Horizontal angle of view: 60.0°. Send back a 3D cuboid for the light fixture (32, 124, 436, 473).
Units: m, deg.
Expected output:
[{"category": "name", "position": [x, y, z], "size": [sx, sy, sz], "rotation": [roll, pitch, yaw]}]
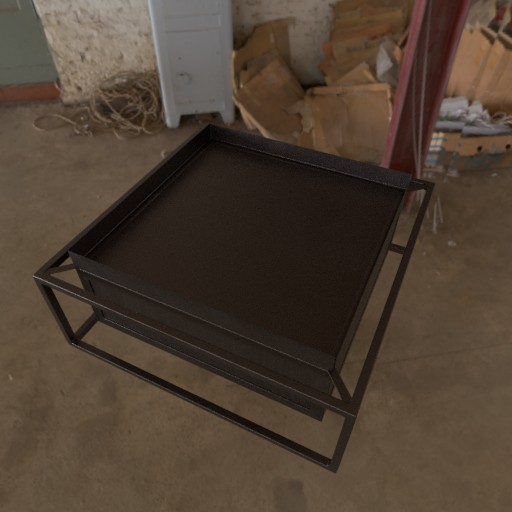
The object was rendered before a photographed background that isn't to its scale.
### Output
[{"category": "light fixture", "position": [0.000, 0.000, 0.701], "size": [0.441, 0.191, 0.441], "rotation": [19, 48, 18]}]
